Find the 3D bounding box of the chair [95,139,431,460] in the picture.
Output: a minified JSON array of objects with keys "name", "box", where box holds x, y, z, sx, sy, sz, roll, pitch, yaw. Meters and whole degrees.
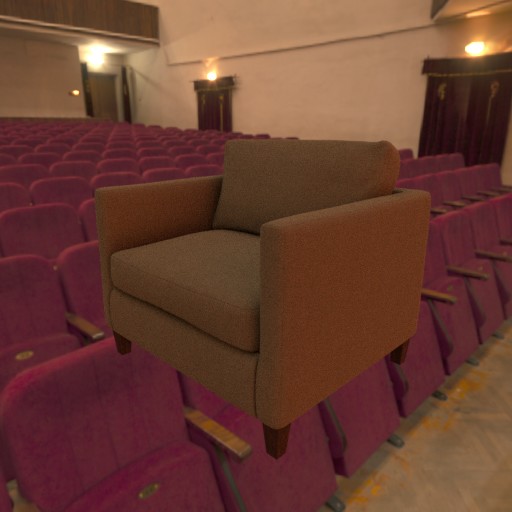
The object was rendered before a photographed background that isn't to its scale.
[{"name":"chair","box":[0.000,0.000,1.896,1.107,0.963,0.959,15,22,42]}]
